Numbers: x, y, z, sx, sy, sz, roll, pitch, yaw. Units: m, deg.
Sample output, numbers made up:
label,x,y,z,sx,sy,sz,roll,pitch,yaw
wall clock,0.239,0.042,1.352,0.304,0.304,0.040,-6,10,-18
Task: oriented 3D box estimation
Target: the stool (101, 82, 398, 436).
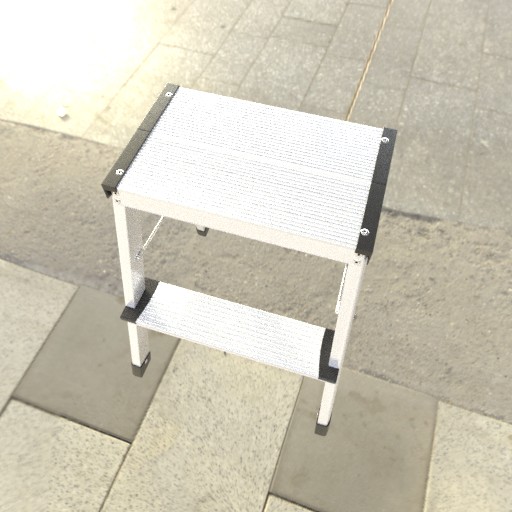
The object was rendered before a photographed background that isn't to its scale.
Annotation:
label,x,y,z,sx,sy,sz,roll,pitch,yaw
stool,0.000,0.000,0.766,0.404,0.480,0.405,15,59,9
